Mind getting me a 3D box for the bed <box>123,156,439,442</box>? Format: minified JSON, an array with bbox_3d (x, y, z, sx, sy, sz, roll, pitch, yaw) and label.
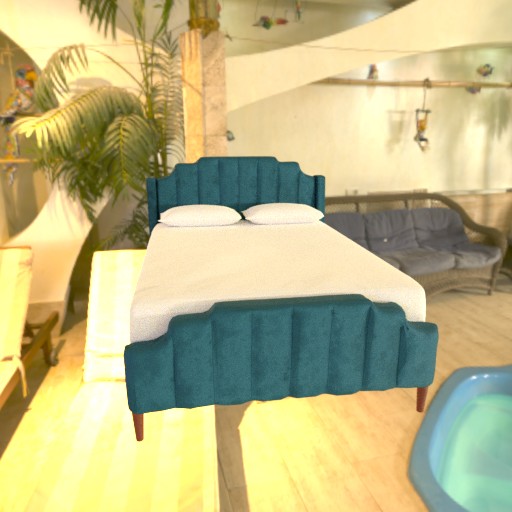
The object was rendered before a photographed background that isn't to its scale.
[{"bbox_3d":[0.000,0.000,3.280,1.678,1.338,2.322,-2,16,-9],"label":"bed"}]
